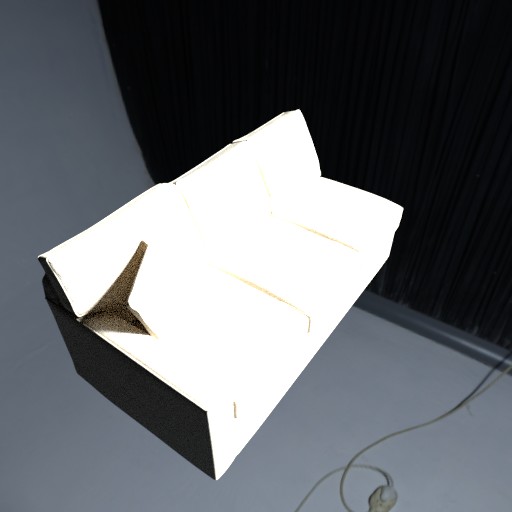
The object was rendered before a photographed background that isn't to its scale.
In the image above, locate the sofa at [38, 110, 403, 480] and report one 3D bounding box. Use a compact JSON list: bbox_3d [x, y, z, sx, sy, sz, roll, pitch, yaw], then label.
[{"bbox_3d":[0.000,0.000,2.525,1.034,0.946,1.962,25,46,27],"label":"sofa"}]
